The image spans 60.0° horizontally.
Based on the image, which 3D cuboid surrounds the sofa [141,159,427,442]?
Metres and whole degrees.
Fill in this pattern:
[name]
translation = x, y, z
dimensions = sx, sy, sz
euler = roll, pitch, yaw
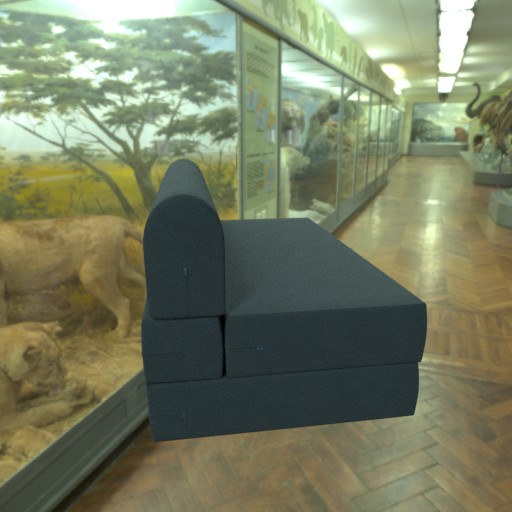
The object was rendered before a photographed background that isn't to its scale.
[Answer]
[sofa]
translation = 0.000, 0.000, 1.704
dimensions = 0.762, 0.660, 1.219
euler = -2, 16, -9
